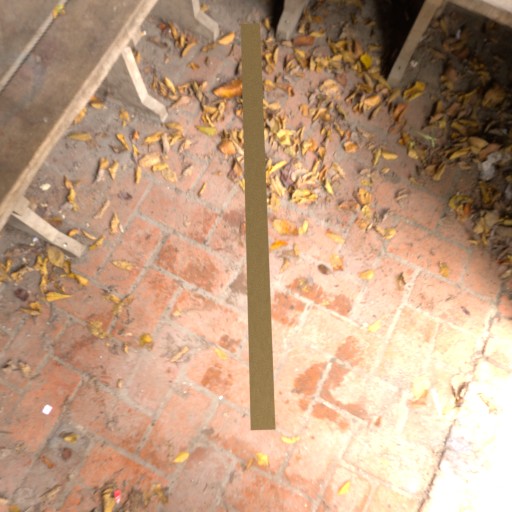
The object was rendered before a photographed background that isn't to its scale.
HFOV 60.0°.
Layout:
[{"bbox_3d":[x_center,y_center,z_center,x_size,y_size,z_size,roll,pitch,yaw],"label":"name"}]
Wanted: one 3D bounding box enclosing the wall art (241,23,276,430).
[{"bbox_3d":[0.000,0.000,2.928,0.099,1.926,1.926,-2,75,0],"label":"wall art"}]
